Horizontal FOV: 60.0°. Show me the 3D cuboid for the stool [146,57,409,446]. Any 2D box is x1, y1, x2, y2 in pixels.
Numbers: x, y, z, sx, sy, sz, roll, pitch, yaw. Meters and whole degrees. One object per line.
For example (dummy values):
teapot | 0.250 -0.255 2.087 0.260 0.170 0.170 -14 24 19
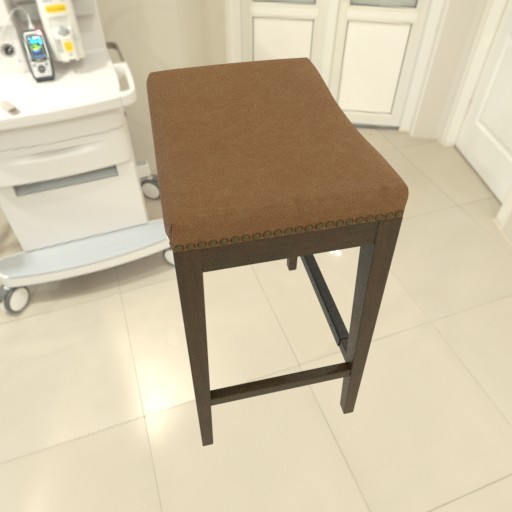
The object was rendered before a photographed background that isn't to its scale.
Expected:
stool | 0.000 0.000 0.966 0.361 0.660 0.500 -9 46 -9
